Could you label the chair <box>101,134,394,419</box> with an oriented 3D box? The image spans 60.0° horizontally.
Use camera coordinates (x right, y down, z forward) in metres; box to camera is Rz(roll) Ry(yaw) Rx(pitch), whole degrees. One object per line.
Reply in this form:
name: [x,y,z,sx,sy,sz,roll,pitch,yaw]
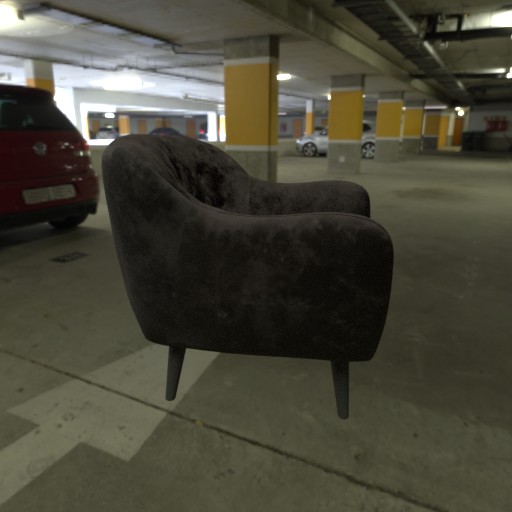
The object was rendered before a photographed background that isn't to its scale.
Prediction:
chair: [0.000,0.000,1.521,0.819,0.807,0.840,3,16,9]
